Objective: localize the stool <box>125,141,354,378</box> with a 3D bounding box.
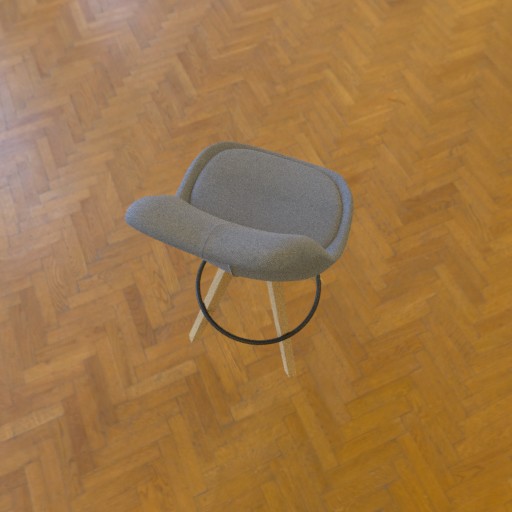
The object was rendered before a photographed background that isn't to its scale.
[{"bbox_3d":[0.000,0.000,1.359,0.485,1.115,0.550,18,65,8],"label":"stool"}]
